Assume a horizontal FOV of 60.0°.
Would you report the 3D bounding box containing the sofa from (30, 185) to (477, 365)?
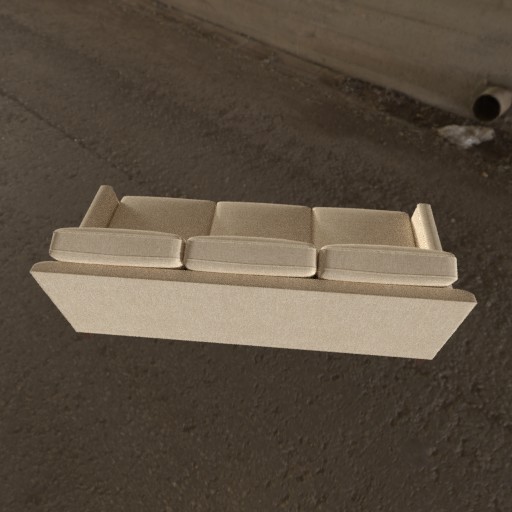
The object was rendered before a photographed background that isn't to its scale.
[{"bbox_3d":[0.000,0.000,2.766,2.210,0.940,1.041,4,47,3],"label":"sofa"}]
